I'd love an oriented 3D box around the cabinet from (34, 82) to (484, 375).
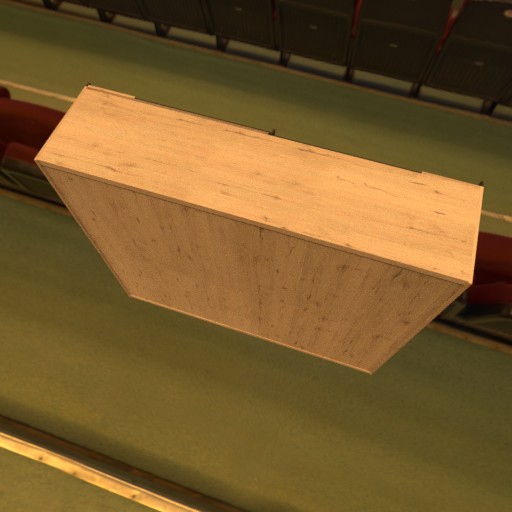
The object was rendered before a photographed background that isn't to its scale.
[{"bbox_3d":[0.000,0.000,3.513,2.500,2.180,0.660,16,64,8],"label":"cabinet"}]
